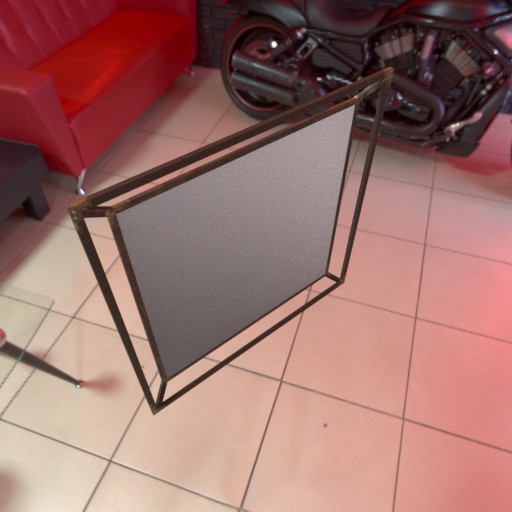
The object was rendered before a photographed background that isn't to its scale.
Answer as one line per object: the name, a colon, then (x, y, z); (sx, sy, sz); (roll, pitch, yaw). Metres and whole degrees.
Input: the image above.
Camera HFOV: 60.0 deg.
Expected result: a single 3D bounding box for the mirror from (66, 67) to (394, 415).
mirror: (0.000, 0.000, 0.901); (0.610, 0.610, 0.032); (-30, 54, -25)
